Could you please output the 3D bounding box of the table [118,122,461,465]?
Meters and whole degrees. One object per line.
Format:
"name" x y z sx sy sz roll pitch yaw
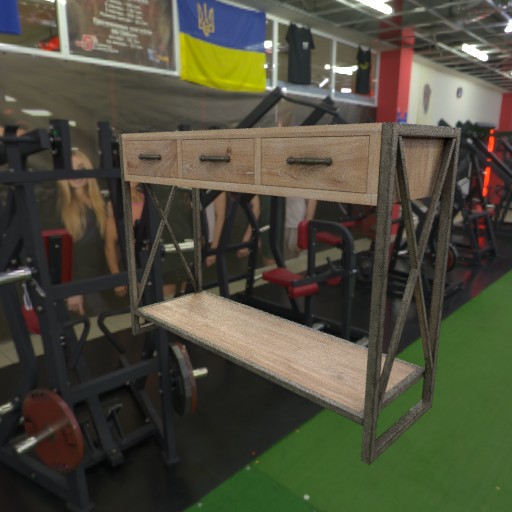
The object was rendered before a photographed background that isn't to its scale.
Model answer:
"table" 0.000 0.000 1.410 1.059 0.763 0.361 13 19 43
